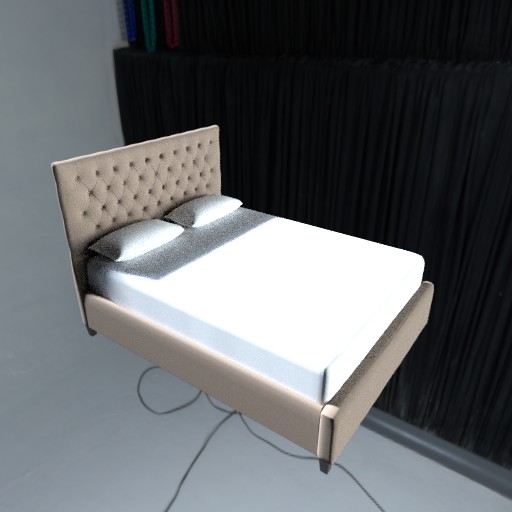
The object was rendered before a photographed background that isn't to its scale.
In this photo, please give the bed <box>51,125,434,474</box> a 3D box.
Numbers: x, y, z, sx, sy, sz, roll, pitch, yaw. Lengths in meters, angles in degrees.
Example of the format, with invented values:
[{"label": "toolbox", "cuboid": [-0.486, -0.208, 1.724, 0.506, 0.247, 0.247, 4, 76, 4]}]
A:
[{"label": "bed", "cuboid": [0.000, 0.000, 3.304, 2.233, 1.426, 1.696, 18, 32, 32]}]
